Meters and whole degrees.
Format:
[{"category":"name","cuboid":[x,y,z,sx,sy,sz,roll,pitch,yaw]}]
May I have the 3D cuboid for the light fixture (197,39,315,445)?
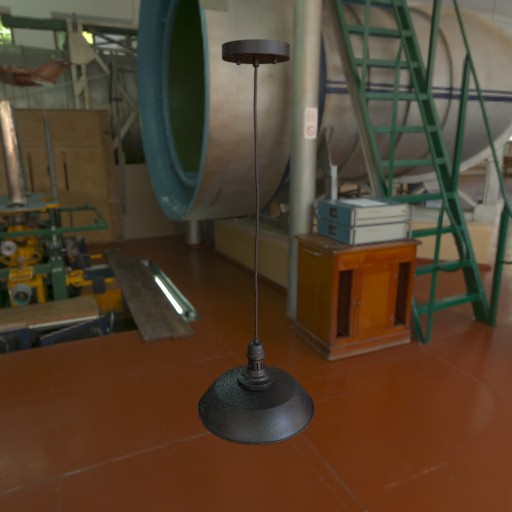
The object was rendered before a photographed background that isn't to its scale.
[{"category":"light fixture","cuboid":[0.000,0.000,1.144,0.331,0.993,0.331,3,16,9]}]
